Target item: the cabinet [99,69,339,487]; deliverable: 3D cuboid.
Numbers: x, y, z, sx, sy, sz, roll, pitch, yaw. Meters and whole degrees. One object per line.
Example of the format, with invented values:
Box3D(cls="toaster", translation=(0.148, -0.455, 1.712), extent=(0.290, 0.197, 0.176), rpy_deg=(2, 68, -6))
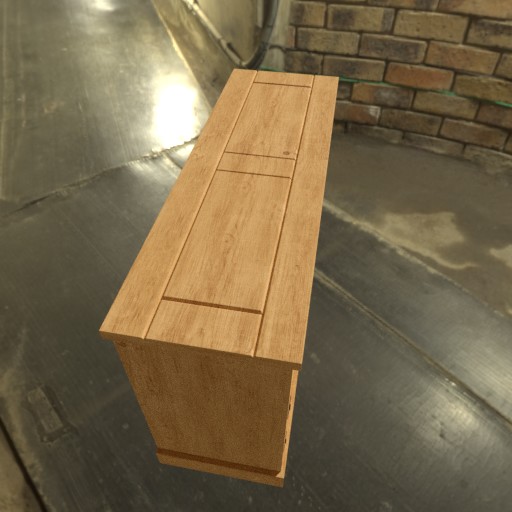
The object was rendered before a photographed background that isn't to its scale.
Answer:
Box3D(cls="cabinet", translation=(0.000, 0.000, 1.653), extent=(0.432, 0.810, 1.321), rpy_deg=(8, 47, 7))
